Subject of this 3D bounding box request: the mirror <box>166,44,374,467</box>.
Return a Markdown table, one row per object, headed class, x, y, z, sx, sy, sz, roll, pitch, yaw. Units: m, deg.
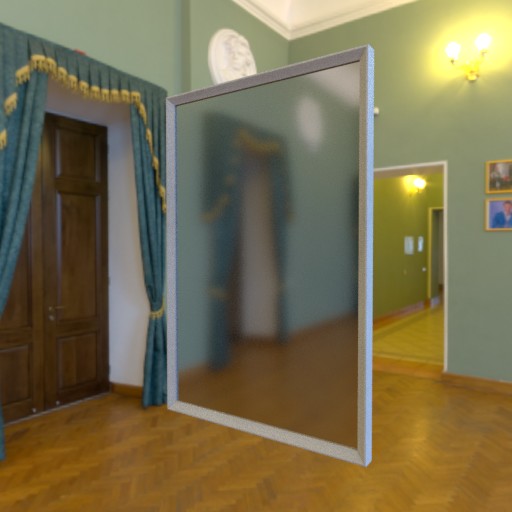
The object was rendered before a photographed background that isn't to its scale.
| class | x | y | z | sx | sy | sz | roll | pitch | yaw |
| --- | --- | --- | --- | --- | --- | --- | --- | --- | --- |
| mirror | 0.000 | 0.000 | 1.146 | 0.609 | 0.915 | 0.041 | 1 | 2 | 34 |
